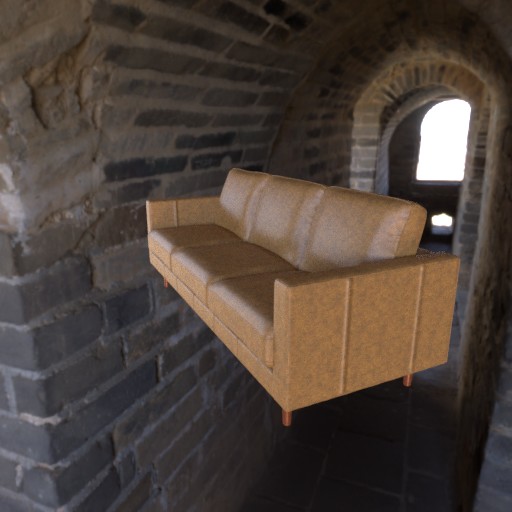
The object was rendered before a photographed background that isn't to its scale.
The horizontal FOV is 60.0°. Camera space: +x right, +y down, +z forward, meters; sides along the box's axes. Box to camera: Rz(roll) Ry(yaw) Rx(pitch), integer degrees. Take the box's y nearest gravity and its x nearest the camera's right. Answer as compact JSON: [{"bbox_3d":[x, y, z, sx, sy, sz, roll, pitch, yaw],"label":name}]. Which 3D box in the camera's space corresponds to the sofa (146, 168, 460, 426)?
[{"bbox_3d":[0.000,0.000,2.765,0.903,0.930,2.231,-8,18,-25],"label":"sofa"}]
